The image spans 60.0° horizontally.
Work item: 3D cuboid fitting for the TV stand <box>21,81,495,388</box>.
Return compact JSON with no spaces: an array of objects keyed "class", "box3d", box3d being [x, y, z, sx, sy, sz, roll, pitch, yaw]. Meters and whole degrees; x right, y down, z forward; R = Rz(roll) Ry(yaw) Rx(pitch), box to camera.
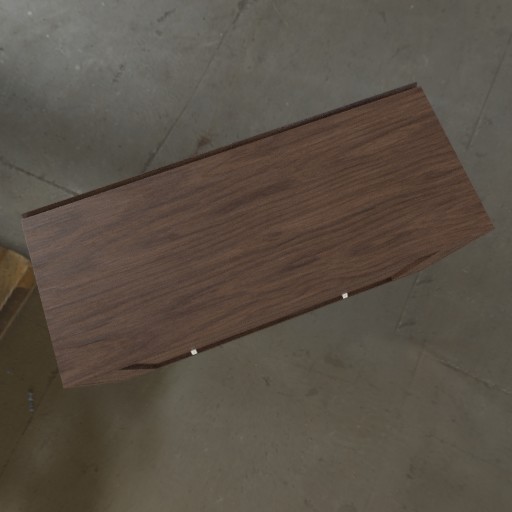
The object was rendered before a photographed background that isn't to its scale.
[{"class":"TV stand","box3d":[0.000,0.000,1.315,0.990,0.660,0.405,-20,77,-5]}]
